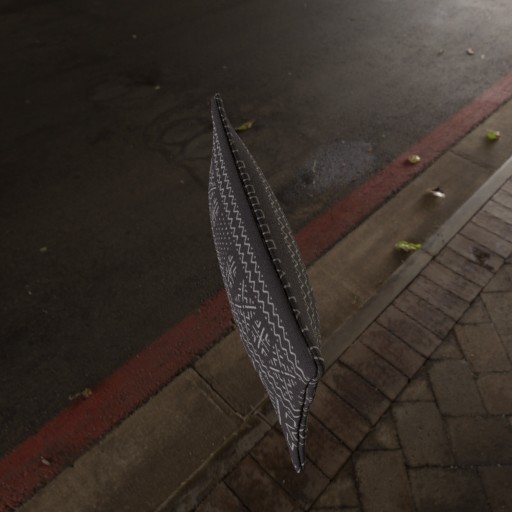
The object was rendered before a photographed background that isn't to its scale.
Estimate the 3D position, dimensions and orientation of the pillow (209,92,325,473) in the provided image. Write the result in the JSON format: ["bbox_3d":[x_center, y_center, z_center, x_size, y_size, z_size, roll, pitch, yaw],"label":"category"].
[{"bbox_3d":[0.000,0.000,0.813,0.135,0.322,0.667,-10,47,-9],"label":"pillow"}]
